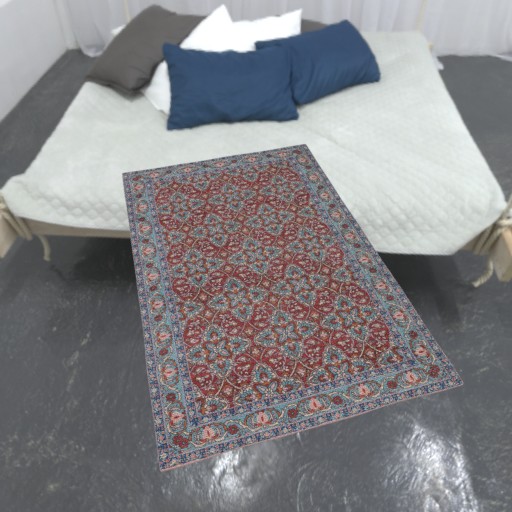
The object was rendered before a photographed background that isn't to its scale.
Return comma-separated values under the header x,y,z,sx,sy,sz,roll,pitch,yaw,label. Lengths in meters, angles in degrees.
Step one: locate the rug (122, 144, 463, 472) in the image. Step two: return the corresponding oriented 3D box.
x,y,z,sx,sy,sz,roll,pitch,yaw,label
0.000,0.000,2.269,1.219,0.009,1.829,-12,47,-11,rug
